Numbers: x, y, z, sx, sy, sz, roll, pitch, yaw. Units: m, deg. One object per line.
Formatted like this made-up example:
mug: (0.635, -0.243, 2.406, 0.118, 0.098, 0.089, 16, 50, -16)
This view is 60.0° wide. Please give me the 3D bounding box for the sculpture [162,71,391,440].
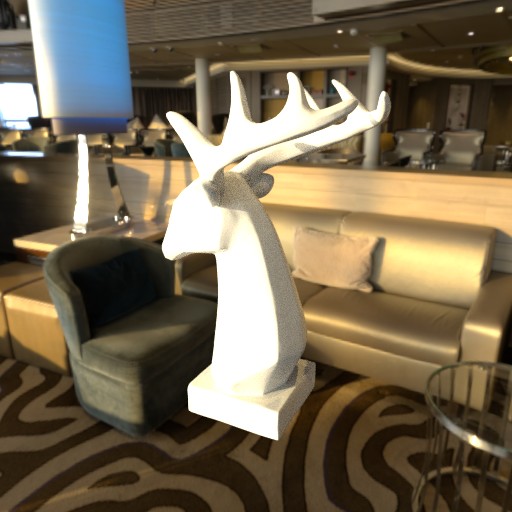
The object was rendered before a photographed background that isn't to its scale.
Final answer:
sculpture: (0.000, 0.000, 0.435, 0.224, 0.329, 0.174, 8, 19, 26)
